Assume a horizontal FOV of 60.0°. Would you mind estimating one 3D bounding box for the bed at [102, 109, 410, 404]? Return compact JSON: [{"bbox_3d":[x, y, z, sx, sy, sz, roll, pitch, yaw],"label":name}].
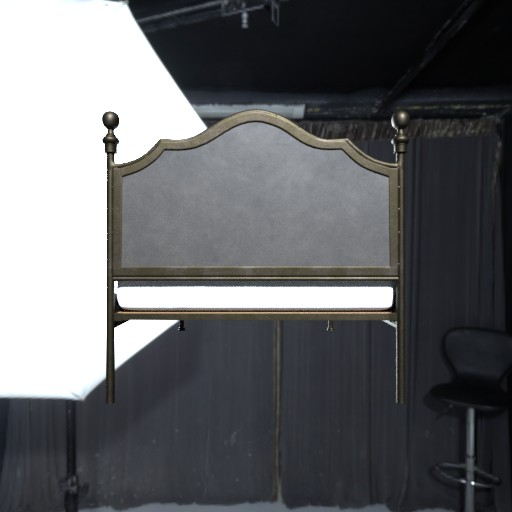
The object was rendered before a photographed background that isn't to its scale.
[{"bbox_3d":[0.000,0.000,3.253,1.533,1.462,2.170,0,0,0],"label":"bed"}]
